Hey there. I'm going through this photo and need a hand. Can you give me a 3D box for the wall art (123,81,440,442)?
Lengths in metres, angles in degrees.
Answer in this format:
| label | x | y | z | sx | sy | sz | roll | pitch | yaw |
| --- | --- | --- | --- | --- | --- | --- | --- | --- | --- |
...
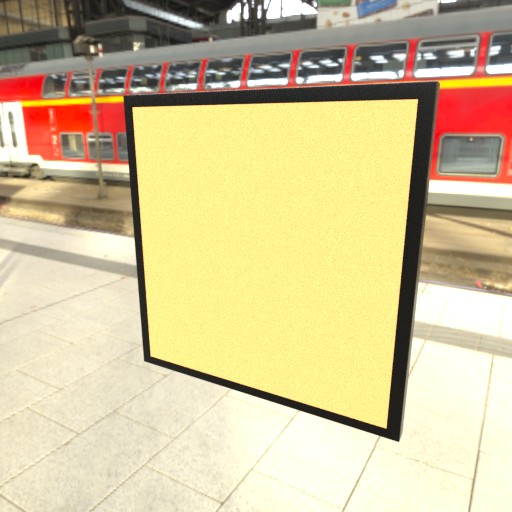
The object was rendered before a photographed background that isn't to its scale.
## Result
| label | x | y | z | sx | sy | sz | roll | pitch | yaw |
| --- | --- | --- | --- | --- | --- | --- | --- | --- | --- |
| wall art | 0.000 | 0.000 | 1.081 | 0.755 | 0.761 | 0.038 | 9 | 18 | 27 |
